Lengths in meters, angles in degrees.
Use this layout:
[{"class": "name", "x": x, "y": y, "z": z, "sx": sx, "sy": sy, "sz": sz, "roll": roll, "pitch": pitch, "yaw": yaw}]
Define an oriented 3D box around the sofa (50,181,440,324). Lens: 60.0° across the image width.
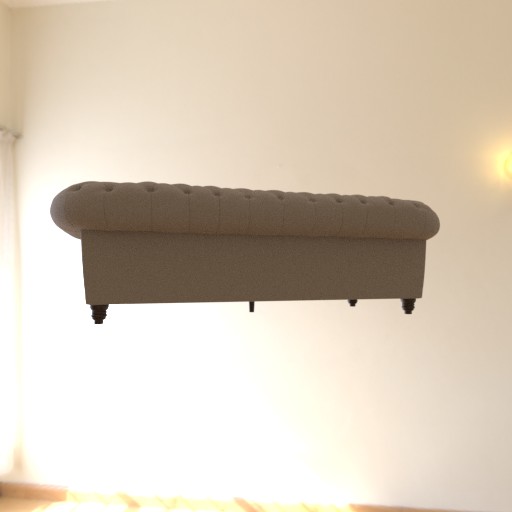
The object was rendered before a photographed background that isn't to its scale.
[{"class": "sofa", "x": 0.000, "y": 0.000, "z": 2.854, "sx": 2.411, "sy": 0.749, "sz": 0.991, "roll": 1, "pitch": -2, "yaw": -18}]
